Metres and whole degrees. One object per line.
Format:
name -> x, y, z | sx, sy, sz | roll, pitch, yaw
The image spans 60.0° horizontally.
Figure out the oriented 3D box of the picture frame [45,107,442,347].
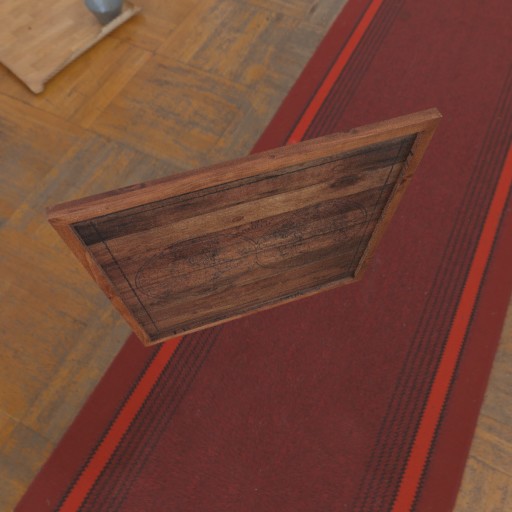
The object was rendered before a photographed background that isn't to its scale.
picture frame -> 0.000, 0.000, 1.230 | 0.810, 0.817, 0.029 | -16, 63, -8
